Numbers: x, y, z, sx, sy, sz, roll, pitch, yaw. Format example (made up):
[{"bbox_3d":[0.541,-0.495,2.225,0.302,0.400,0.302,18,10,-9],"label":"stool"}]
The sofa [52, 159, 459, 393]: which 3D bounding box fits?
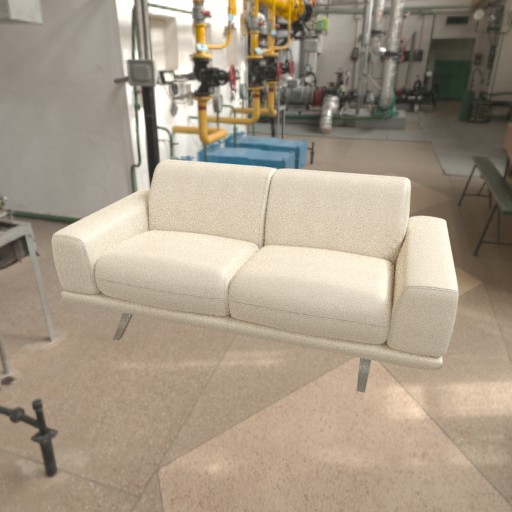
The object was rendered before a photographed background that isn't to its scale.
[{"bbox_3d":[0.000,0.000,2.357,1.901,0.772,0.900,8,26,16],"label":"sofa"}]
